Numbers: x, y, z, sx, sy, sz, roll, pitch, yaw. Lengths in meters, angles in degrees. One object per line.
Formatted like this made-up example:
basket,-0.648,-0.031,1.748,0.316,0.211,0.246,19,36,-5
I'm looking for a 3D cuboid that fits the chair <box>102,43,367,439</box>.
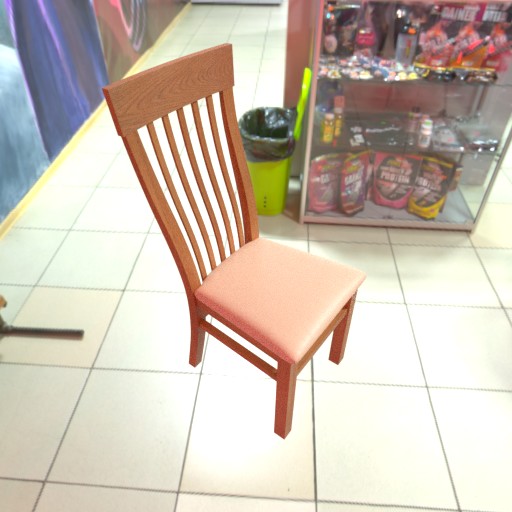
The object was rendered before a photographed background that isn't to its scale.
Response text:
chair,0.000,0.000,1.375,0.580,1.050,0.450,26,47,27
